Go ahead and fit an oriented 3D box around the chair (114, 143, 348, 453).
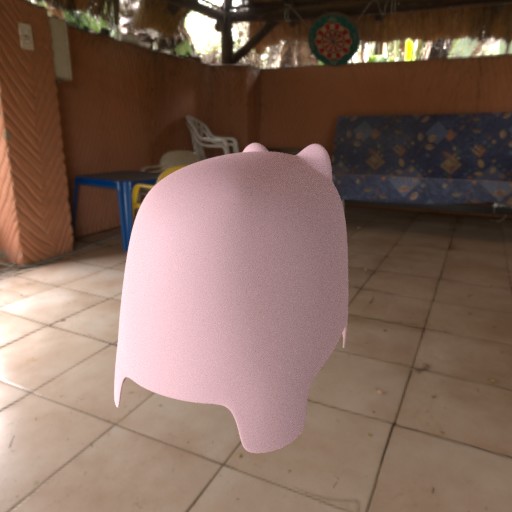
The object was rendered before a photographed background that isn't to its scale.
[{"bbox_3d":[0.000,0.000,0.876,0.364,0.423,0.619,8,18,24],"label":"chair"}]
